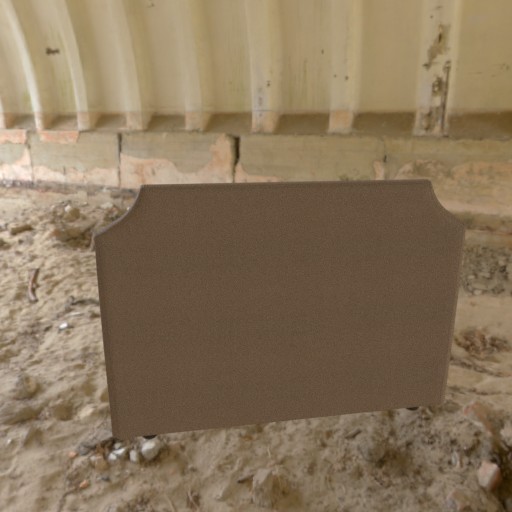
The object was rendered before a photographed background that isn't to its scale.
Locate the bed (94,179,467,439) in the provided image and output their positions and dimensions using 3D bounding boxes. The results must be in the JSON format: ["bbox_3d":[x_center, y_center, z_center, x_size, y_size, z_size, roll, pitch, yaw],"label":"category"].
[{"bbox_3d":[0.000,0.000,3.215,1.828,1.303,2.164,-3,16,-9],"label":"bed"}]
